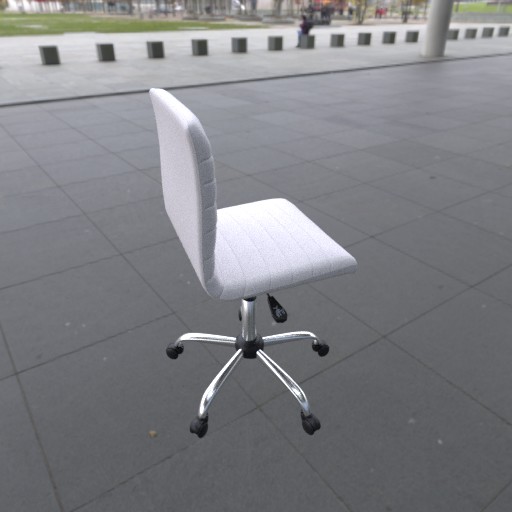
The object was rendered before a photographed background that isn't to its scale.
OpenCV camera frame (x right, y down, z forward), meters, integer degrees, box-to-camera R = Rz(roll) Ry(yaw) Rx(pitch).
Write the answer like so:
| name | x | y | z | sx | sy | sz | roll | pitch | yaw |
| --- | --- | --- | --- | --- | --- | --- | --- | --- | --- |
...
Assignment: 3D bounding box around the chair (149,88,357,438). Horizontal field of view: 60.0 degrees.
| name | x | y | z | sx | sy | sz | roll | pitch | yaw |
| --- | --- | --- | --- | --- | --- | --- | --- | --- | --- |
| chair | 0.000 | 0.000 | 1.073 | 0.455 | 0.750 | 0.520 | -10 | 31 | -18 |
